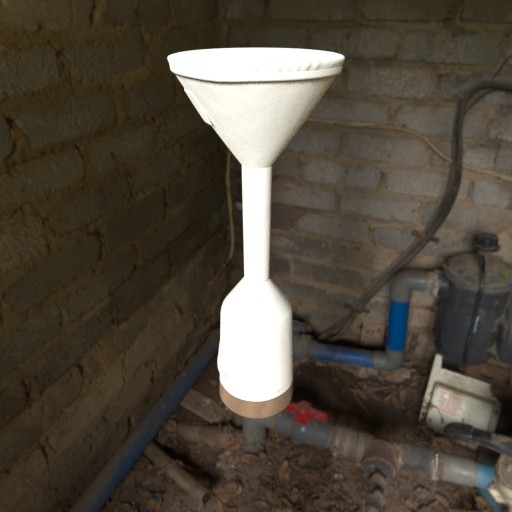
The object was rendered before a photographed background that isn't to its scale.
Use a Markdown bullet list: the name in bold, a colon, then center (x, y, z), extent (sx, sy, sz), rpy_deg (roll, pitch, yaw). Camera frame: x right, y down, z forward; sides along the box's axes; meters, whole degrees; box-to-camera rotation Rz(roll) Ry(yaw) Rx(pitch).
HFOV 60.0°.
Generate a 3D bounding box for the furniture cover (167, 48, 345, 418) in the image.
- **furniture cover**: center (0.000, 0.000, 2.900), extent (0.914, 2.413, 0.914), rpy_deg (-8, 30, -14)
